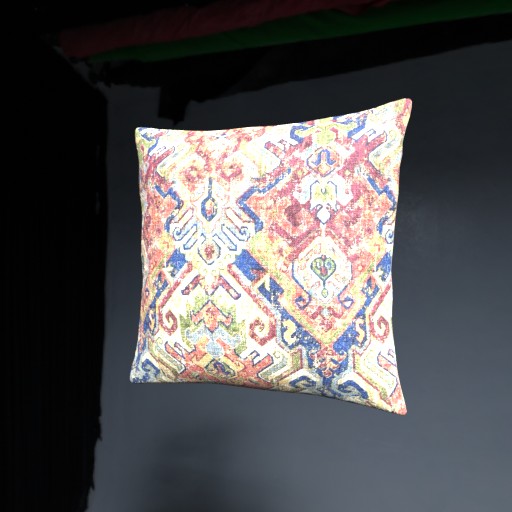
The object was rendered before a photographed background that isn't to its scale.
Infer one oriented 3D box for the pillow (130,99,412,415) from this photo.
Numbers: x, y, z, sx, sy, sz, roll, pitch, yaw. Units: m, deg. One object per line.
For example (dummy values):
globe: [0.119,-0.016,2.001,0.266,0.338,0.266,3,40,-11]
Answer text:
pillow: [0.000,0.000,0.794,0.523,0.506,0.166,0,1,19]
